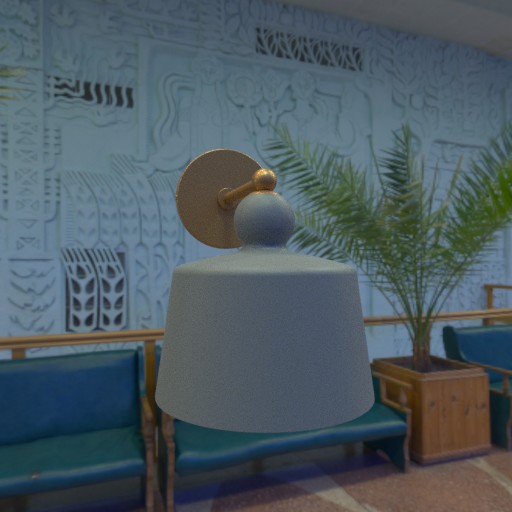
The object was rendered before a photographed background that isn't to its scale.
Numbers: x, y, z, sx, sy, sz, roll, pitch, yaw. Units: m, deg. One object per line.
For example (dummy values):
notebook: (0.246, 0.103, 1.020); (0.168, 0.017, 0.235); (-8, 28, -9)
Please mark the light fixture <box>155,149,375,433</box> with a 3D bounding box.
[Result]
light fixture: (0.000, 0.000, 0.448); (0.204, 0.268, 0.254); (0, 0, -18)
